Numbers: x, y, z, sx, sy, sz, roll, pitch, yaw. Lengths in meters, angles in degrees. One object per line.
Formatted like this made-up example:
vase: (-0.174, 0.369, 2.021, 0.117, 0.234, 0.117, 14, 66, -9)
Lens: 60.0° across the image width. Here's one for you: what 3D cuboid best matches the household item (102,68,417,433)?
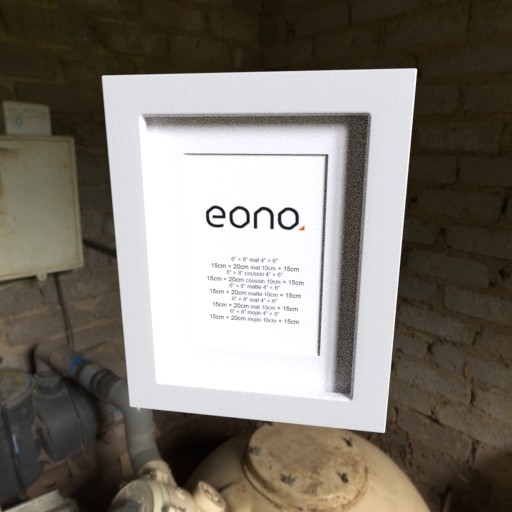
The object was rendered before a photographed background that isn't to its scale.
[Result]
household item: (0.000, 0.000, 0.331, 0.200, 0.250, 0.045, 3, 15, 9)
